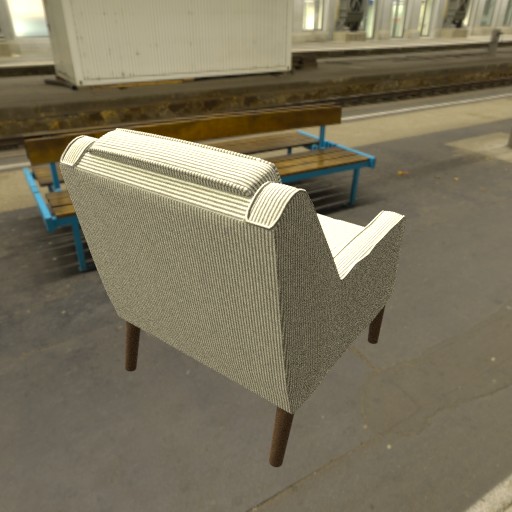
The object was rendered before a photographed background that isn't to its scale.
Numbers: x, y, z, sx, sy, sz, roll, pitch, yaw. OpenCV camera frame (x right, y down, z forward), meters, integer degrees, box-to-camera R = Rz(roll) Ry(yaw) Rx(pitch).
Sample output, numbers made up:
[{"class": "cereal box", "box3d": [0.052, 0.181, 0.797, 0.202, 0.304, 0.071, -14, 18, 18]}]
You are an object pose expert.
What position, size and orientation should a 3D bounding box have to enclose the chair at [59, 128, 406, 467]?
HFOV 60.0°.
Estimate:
[{"class": "chair", "box3d": [0.000, 0.000, 1.322, 0.663, 0.792, 0.743, 20, 35, 32]}]
